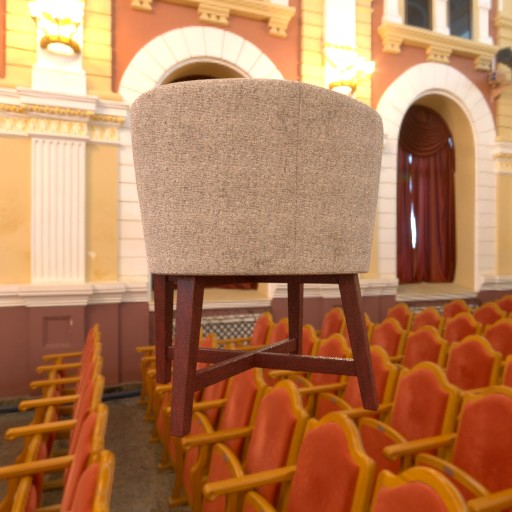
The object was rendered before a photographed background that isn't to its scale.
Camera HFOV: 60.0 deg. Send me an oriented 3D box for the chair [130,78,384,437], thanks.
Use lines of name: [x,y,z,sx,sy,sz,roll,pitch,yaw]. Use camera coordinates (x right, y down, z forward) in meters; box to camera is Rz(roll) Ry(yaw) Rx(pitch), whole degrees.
chair: [0.000,0.000,1.303,0.728,0.827,0.575,0,-1,-20]
